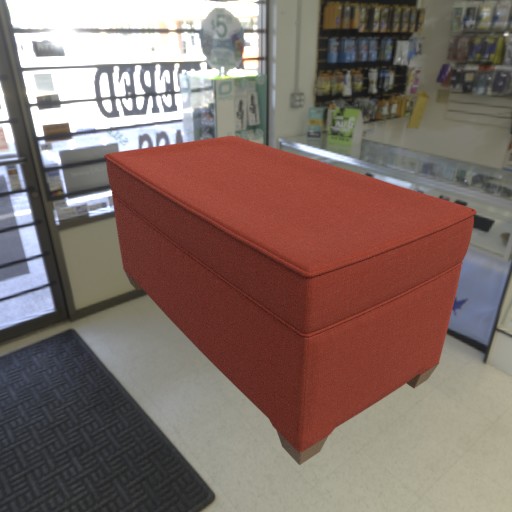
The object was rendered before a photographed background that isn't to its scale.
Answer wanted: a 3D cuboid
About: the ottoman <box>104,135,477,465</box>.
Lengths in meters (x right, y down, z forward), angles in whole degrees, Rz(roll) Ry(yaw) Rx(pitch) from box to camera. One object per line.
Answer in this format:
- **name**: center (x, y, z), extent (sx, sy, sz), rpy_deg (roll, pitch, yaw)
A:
- **ottoman**: center (0.000, 0.000, 1.220), extent (0.497, 0.454, 0.948), rpy_deg (-18, 32, -32)
